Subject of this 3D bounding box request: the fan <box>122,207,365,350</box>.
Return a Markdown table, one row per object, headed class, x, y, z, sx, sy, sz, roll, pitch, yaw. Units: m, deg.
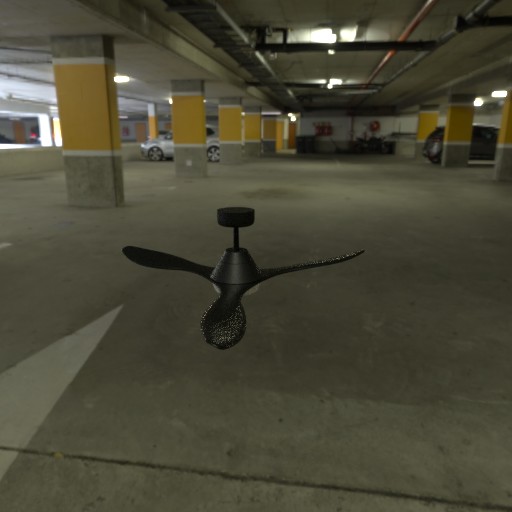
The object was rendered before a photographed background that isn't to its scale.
| class | x | y | z | sx | sy | sz | roll | pitch | yaw |
| --- | --- | --- | --- | --- | --- | --- | --- | --- | --- |
| fan | 0.000 | 0.000 | 1.587 | 1.067 | 0.305 | 1.067 | -2 | 15 | -9 |
